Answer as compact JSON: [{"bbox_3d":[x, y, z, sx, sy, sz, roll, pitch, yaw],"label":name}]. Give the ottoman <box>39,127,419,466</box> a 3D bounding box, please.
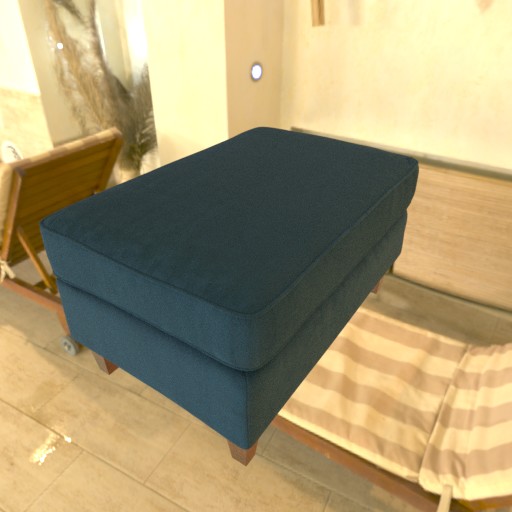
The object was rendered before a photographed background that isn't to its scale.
[{"bbox_3d":[0.000,0.000,1.200,0.583,0.484,0.862,20,37,29],"label":"ottoman"}]
